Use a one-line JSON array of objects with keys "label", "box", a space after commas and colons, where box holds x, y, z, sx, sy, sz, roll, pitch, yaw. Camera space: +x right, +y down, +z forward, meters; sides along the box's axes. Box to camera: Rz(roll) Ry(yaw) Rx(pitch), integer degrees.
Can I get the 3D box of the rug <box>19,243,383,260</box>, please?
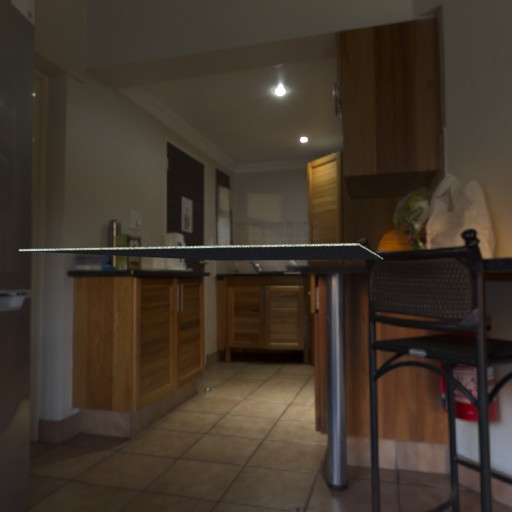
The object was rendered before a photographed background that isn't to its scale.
[{"label": "rug", "box": [0.000, 0.000, 2.175, 1.143, 0.006, 1.747, -1, -2, 18]}]
